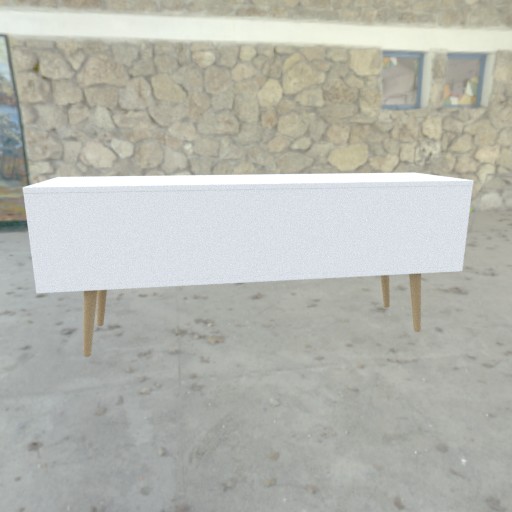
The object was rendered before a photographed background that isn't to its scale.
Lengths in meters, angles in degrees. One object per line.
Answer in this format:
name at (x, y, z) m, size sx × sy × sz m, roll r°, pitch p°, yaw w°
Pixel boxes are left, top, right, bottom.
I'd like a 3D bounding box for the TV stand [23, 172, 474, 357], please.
TV stand at (0.000, 0.000, 1.619) m, size 1.398 × 0.560 × 0.401 m, roll -2°, pitch 15°, yaw -9°
